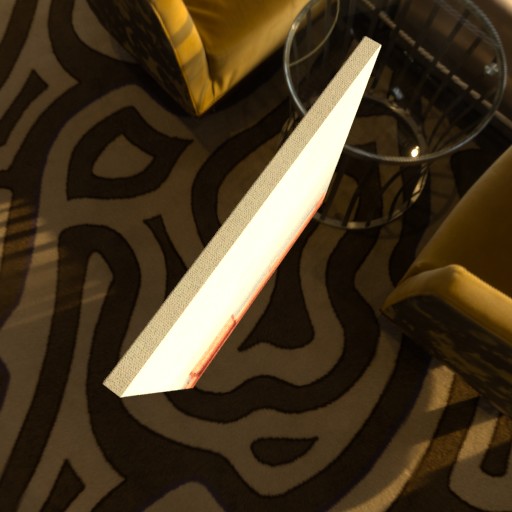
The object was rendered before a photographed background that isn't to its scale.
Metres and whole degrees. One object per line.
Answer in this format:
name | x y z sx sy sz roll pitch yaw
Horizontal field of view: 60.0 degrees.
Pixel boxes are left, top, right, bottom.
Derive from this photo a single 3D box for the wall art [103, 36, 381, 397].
wall art | 0.000 0.000 0.882 0.034 0.605 0.605 34 77 9
